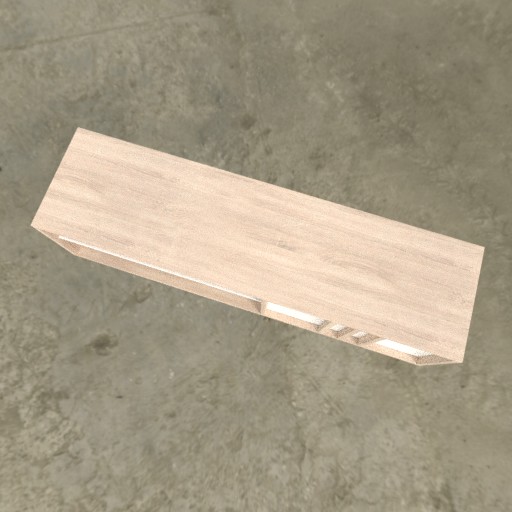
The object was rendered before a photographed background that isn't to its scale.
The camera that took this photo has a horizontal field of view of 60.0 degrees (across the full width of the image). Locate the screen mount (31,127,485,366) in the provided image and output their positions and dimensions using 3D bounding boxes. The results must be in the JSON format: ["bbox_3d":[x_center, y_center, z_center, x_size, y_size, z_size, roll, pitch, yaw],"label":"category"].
[{"bbox_3d":[0.000,0.000,1.758,1.500,0.510,0.400,17,75,5],"label":"screen mount"}]
